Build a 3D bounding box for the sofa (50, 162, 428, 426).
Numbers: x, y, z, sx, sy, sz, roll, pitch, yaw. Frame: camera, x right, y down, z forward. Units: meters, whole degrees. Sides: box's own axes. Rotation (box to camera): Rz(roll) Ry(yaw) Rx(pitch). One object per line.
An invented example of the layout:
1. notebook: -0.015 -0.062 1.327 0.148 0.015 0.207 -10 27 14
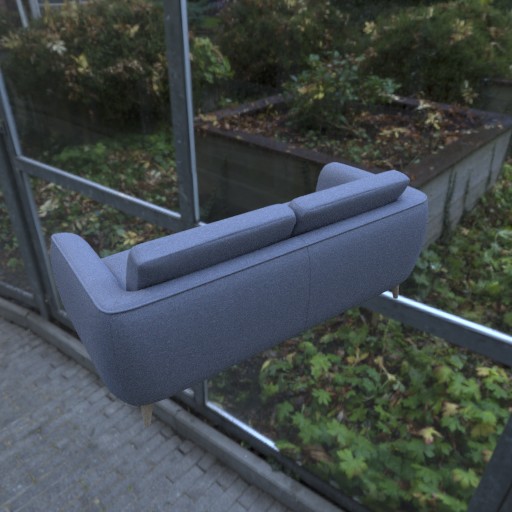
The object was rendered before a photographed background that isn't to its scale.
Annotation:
1. sofa: 0.000 0.000 2.550 2.000 0.870 0.920 -20 36 -29
